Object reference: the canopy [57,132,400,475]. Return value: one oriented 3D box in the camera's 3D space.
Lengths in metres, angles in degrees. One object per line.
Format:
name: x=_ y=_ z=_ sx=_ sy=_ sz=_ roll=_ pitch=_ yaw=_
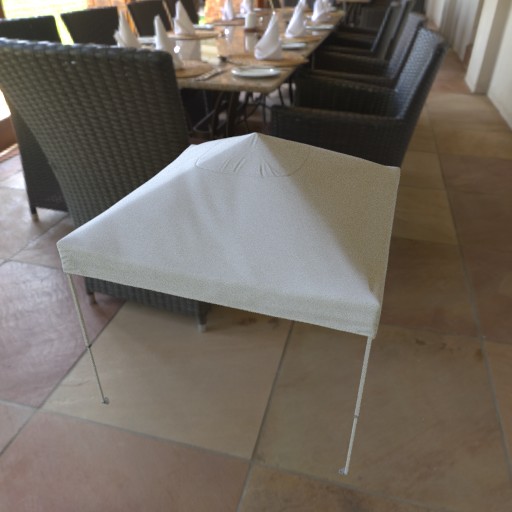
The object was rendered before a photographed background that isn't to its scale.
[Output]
canopy: x=0.000 y=0.000 z=5.347 sx=2.996 sy=2.997 sz=2.998 roll=10 pitch=34 yaw=15
